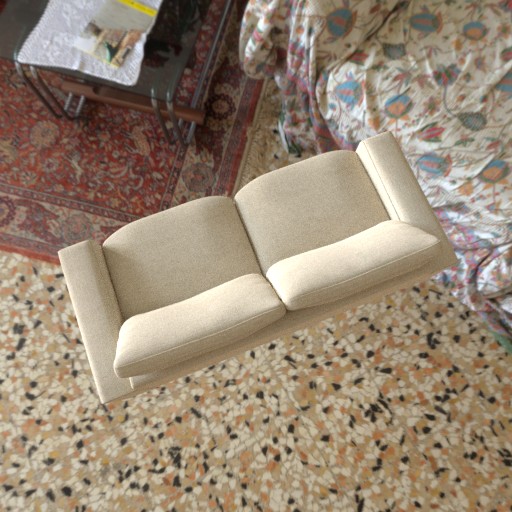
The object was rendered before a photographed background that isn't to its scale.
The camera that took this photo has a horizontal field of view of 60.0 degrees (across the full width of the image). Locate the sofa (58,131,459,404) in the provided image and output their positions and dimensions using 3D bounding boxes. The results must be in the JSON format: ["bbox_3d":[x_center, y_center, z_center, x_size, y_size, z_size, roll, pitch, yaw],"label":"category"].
[{"bbox_3d":[0.000,0.000,2.844,2.299,0.922,1.040,-21,77,-5],"label":"sofa"}]
